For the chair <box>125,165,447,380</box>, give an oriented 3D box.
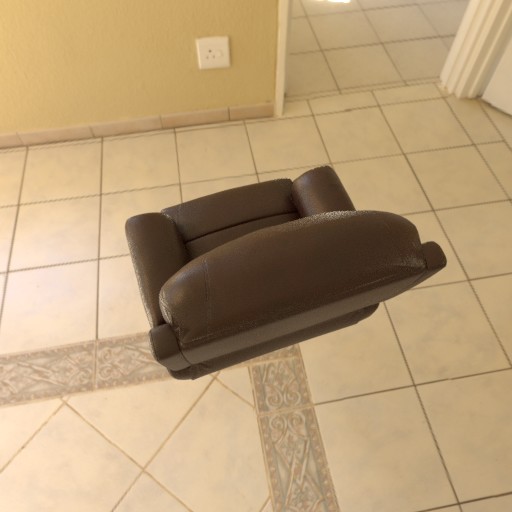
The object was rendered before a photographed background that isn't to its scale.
[{"bbox_3d":[0.000,0.000,1.748,0.930,1.011,0.899,-17,59,-10],"label":"chair"}]
